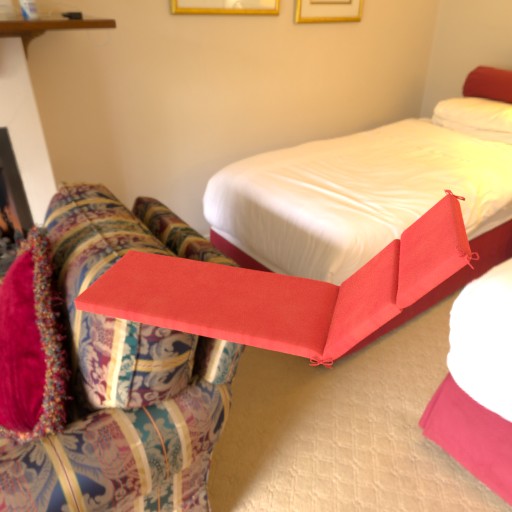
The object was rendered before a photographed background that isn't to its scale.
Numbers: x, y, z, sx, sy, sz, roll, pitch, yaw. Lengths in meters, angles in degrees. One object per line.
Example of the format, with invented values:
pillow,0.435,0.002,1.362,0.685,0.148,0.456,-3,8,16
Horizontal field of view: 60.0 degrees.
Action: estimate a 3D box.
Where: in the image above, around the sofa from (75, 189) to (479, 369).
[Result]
sofa,0.000,0.000,1.977,1.663,0.622,0.582,9,31,15
